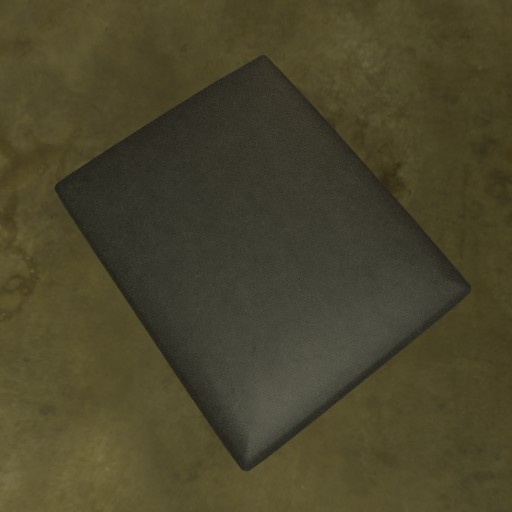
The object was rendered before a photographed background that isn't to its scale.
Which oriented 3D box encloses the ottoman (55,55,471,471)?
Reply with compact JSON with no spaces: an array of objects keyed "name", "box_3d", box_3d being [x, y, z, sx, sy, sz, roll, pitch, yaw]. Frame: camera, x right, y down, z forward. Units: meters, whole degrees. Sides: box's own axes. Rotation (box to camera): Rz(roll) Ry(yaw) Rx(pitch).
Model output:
[{"name":"ottoman","box_3d":[0.000,0.000,1.780,0.967,0.696,1.187,-35,77,-9]}]
